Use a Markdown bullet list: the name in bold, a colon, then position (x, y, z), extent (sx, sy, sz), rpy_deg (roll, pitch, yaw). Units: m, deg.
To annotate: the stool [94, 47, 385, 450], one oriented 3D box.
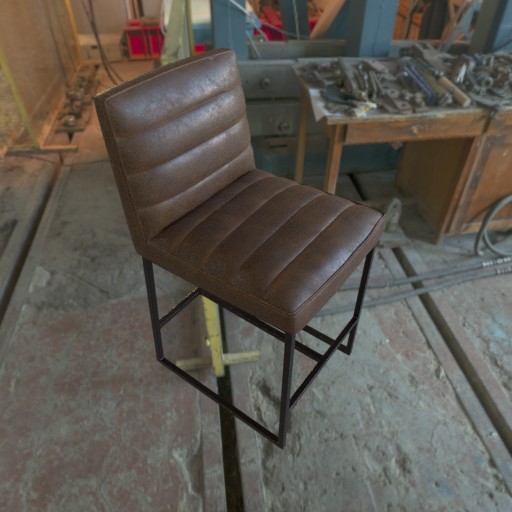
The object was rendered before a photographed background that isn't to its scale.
- **stool**: position (0.000, 0.000, 1.248), extent (0.562, 0.942, 0.463), rpy_deg (26, 47, 27)
